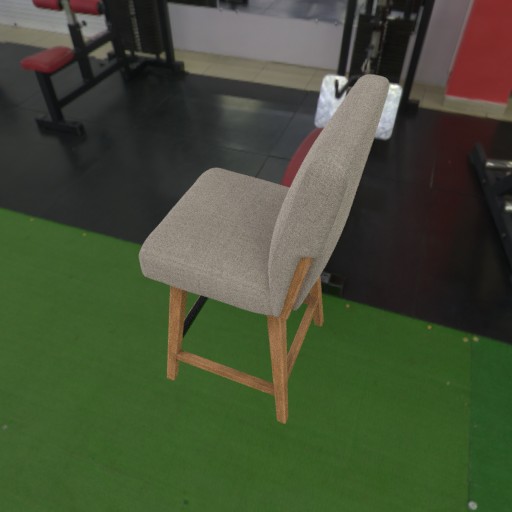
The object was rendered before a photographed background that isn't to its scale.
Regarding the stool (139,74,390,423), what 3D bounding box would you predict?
[{"bbox_3d":[0.000,0.000,1.325,0.526,1.010,0.459,16,47,16],"label":"stool"}]
